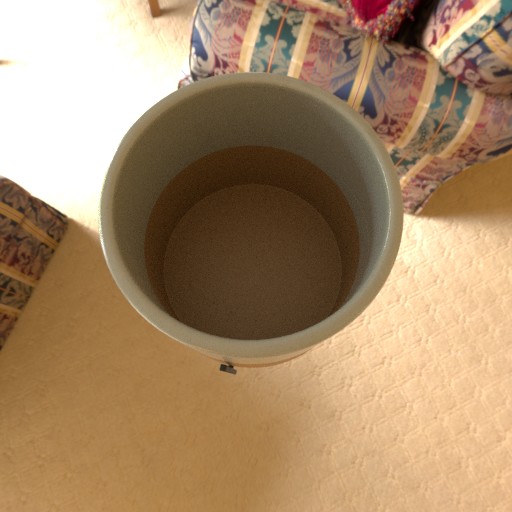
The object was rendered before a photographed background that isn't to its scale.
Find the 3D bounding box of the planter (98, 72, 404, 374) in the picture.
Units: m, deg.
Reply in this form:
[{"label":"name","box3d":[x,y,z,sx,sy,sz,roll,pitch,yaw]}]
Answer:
[{"label":"planter","box3d":[0.000,0.000,0.726,0.360,0.480,0.348,-17,75,-5]}]
